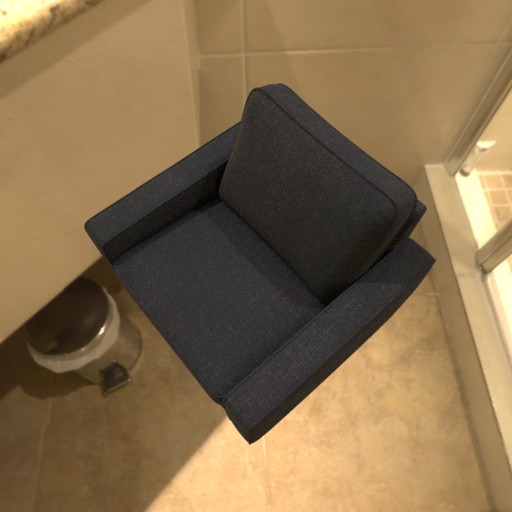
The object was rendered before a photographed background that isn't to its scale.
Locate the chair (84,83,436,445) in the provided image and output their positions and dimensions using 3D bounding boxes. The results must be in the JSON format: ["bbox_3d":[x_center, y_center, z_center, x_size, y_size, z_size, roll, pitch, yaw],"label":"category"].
[{"bbox_3d":[0.000,0.000,1.758,0.940,0.919,1.017,-38,69,-17],"label":"chair"}]
